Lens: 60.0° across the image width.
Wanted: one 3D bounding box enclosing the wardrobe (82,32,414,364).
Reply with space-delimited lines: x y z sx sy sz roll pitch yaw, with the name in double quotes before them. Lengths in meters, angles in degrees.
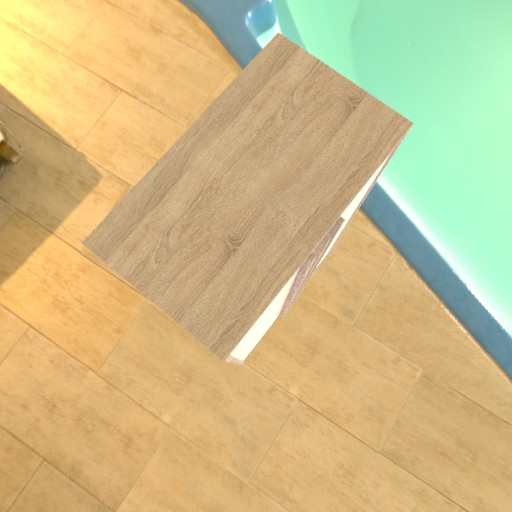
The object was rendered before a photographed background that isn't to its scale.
"wardrobe" 0.000 0.000 2.388 0.600 1.960 1.000 38 79 9
